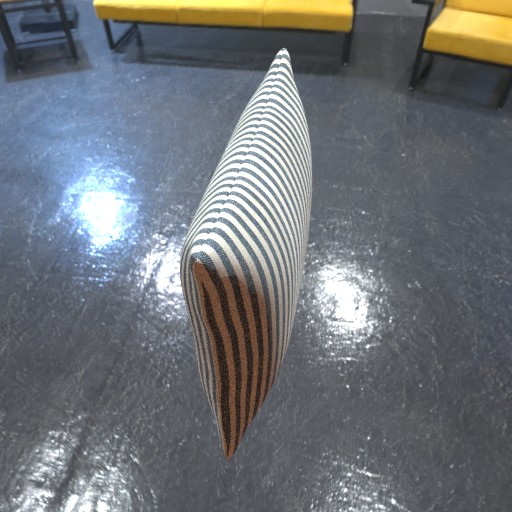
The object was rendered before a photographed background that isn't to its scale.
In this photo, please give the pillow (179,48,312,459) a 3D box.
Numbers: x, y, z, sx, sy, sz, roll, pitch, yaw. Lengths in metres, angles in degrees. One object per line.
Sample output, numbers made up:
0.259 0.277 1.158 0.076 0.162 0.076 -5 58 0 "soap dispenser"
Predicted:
0.000 0.000 0.776 0.166 0.510 0.523 9 47 8 "pillow"
